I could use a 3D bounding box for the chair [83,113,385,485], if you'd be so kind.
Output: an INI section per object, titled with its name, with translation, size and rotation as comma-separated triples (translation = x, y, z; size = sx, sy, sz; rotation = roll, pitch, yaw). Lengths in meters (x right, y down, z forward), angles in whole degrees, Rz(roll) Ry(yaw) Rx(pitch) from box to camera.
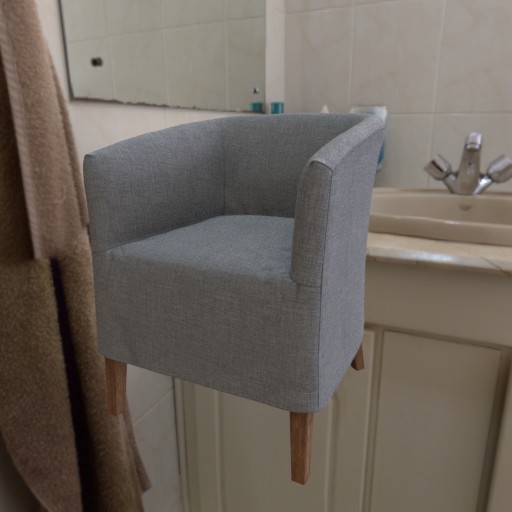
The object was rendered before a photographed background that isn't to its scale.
[chair]
translation = 0.000, 0.000, 1.216
size = 0.600, 0.771, 0.668
rotation = 8, 17, 26
